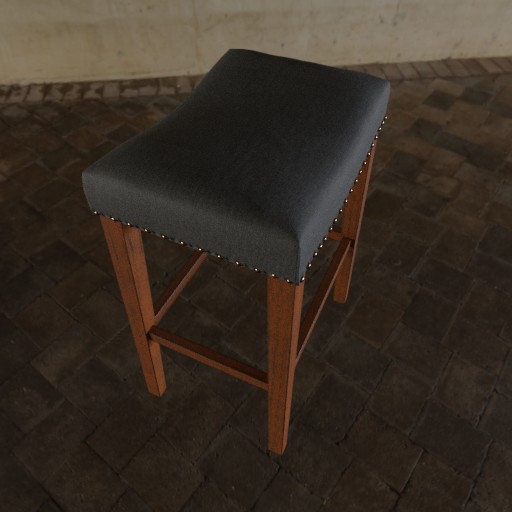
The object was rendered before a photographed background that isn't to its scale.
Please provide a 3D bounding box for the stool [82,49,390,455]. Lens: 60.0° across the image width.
[{"bbox_3d":[0.000,0.000,0.847,0.320,0.612,0.439,19,50,17],"label":"stool"}]
